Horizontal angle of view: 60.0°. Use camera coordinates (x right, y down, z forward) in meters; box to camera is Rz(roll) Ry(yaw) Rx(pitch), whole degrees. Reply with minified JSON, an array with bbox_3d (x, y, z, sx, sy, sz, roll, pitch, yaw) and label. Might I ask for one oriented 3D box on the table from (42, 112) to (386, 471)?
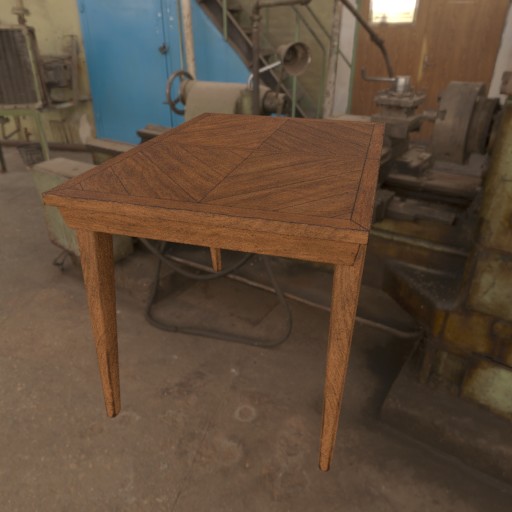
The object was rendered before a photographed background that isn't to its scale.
[{"bbox_3d":[0.000,0.000,1.568,0.757,0.760,1.027,8,30,14],"label":"table"}]
